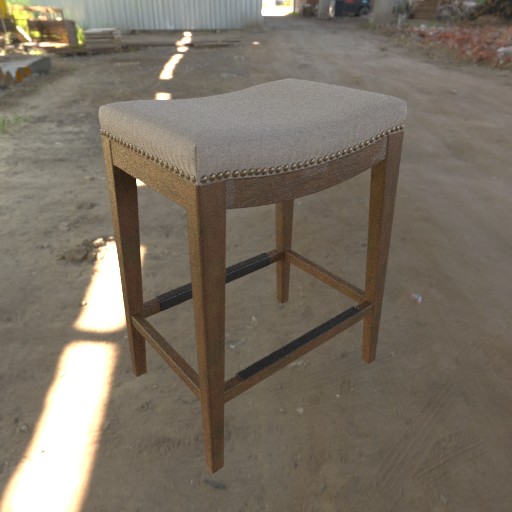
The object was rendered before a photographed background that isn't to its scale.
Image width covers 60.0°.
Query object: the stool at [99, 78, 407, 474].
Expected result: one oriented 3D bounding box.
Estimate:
[{"bbox_3d":[0.000,0.000,0.966,0.508,0.660,0.356,-22,37,-33],"label":"stool"}]
